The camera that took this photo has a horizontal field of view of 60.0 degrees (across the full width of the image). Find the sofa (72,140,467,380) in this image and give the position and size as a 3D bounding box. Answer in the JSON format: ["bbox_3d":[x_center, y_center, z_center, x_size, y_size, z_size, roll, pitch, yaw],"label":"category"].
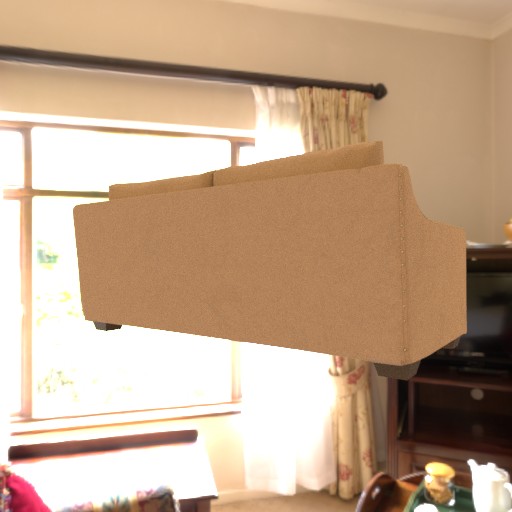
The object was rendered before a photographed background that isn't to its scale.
[{"bbox_3d":[0.000,0.000,2.457,1.967,0.901,1.030,0,0,37],"label":"sofa"}]
